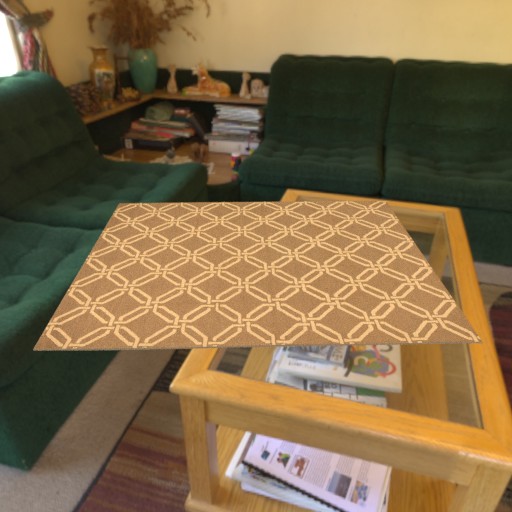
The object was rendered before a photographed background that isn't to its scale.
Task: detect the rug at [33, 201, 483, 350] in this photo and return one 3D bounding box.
[{"bbox_3d":[0.000,0.000,3.833,2.895,0.018,2.288,-1,31,-1],"label":"rug"}]
